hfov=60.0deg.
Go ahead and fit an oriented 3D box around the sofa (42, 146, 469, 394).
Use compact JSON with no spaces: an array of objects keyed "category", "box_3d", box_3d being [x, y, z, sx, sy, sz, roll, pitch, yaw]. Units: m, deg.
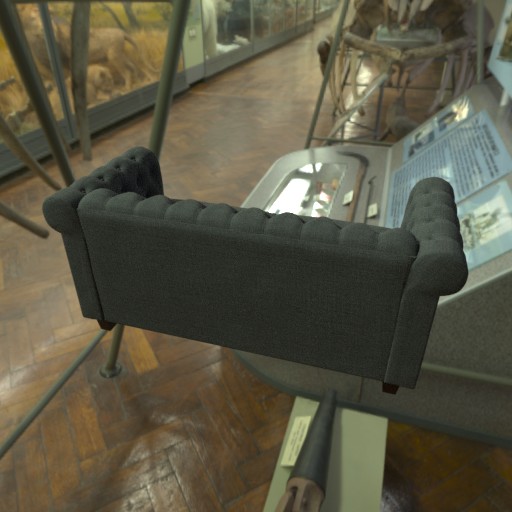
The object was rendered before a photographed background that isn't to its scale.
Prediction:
[{"category":"sofa","box_3d":[0.000,0.000,2.251,1.798,0.797,0.783,9,33,14]}]
